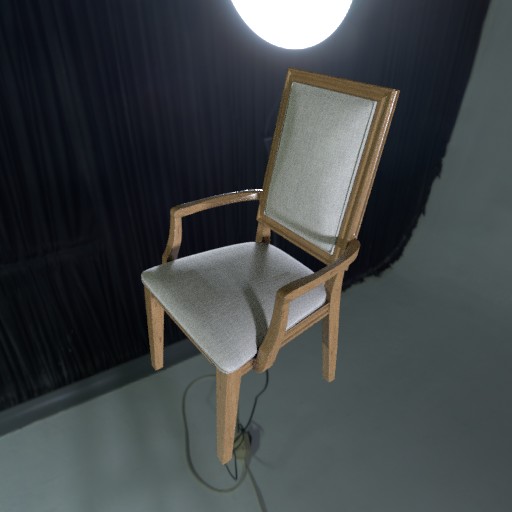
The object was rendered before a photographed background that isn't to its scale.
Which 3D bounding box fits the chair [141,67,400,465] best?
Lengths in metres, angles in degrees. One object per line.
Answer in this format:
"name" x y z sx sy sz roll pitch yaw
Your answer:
"chair" 0.000 0.000 1.375 0.602 0.990 0.606 -21 37 -30
